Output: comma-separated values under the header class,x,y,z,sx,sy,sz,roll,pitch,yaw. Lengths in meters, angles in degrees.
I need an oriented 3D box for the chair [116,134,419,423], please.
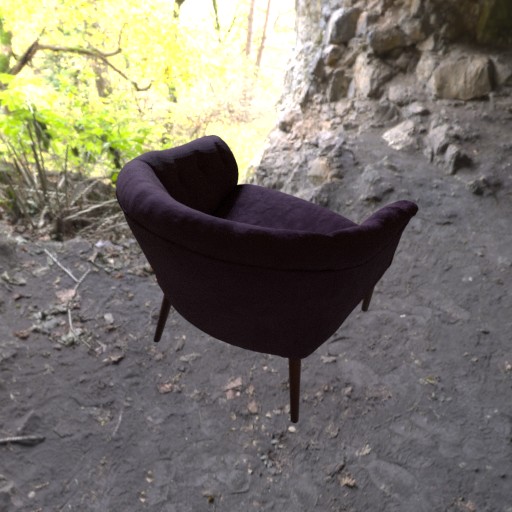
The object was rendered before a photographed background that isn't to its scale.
class,x,y,z,sx,sy,sz,roll,pitch,yaw
chair,0.000,0.000,1.535,0.851,0.885,0.776,24,51,21
